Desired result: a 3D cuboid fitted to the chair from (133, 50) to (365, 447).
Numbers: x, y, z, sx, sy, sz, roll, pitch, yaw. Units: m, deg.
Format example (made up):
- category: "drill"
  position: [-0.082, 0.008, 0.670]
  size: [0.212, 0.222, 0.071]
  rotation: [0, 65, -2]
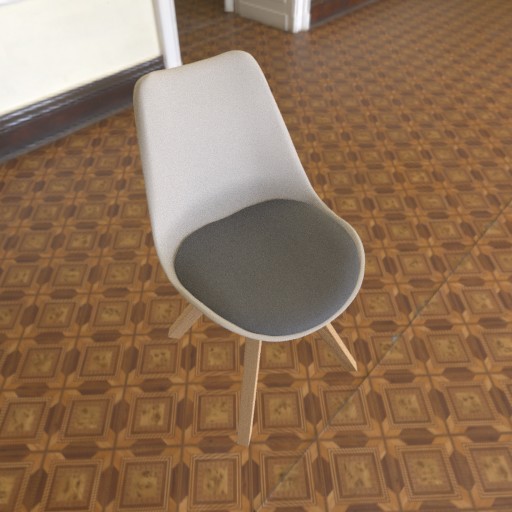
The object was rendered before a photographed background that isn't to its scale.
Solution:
- category: "chair"
  position: [0.000, 0.000, 1.172]
  size: [0.485, 0.850, 0.550]
  rotation: [-26, 51, -23]
